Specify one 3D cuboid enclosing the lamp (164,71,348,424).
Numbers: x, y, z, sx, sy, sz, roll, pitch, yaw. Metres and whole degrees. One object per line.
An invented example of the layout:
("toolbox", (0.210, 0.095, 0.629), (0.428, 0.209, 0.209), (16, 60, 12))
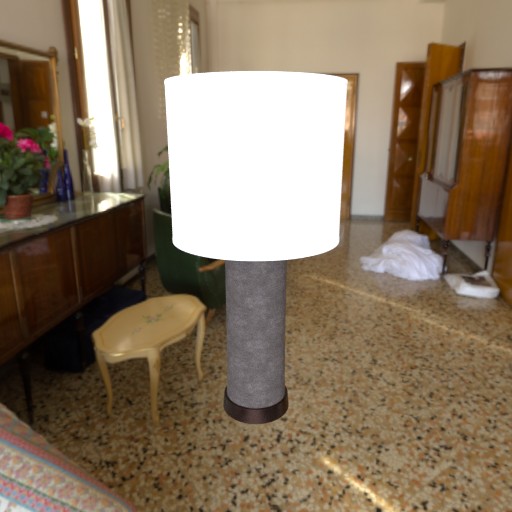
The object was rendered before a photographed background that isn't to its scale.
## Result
("lamp", (0.000, 0.000, 0.823), (0.301, 0.630, 0.301), (-8, 18, -26))
